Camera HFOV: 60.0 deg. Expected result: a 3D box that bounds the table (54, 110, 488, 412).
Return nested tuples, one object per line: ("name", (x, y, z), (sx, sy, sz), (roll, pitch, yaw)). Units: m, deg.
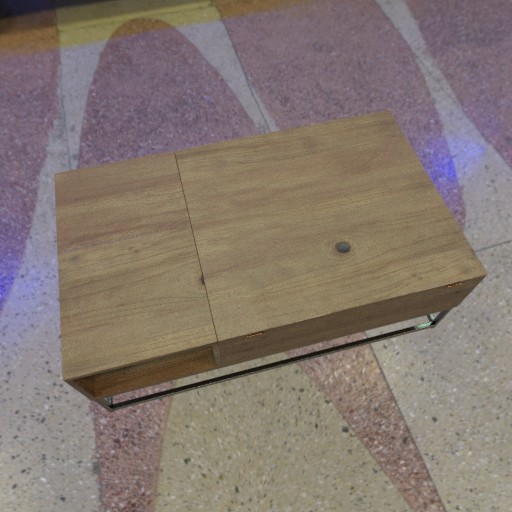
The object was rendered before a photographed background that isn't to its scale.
("table", (0.000, 0.000, 1.430), (1.101, 0.395, 0.655), (-13, 60, -7))
